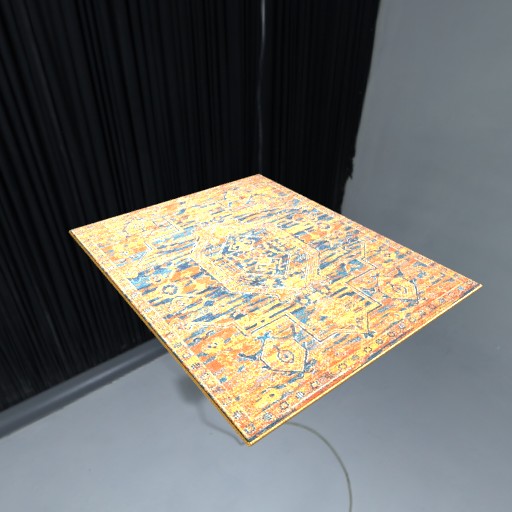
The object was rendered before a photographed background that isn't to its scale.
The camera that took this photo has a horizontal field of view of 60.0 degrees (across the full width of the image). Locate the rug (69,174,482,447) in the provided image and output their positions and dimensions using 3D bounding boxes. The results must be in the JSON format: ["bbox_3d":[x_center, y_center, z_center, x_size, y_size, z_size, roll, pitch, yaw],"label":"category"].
[{"bbox_3d":[0.000,0.000,4.082,2.435,0.031,3.040,-23,39,-31],"label":"rug"}]
